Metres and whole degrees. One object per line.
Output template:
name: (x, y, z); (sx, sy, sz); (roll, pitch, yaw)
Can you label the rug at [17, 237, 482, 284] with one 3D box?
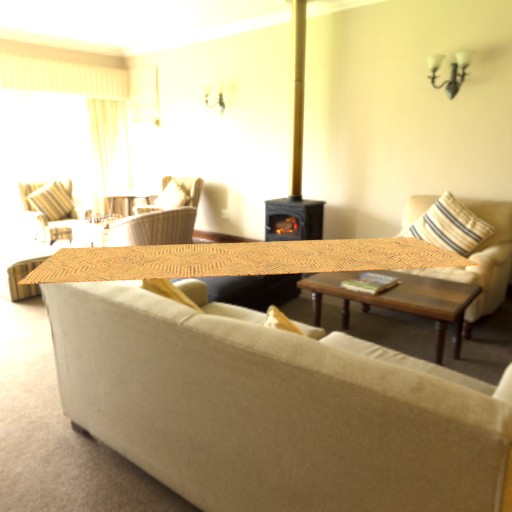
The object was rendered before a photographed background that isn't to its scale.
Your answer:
rug: (0.000, 0.000, 2.670); (2.443, 0.009, 0.771); (-2, 14, -8)
